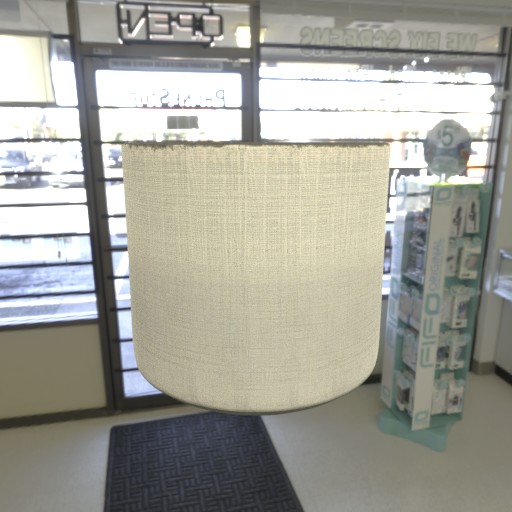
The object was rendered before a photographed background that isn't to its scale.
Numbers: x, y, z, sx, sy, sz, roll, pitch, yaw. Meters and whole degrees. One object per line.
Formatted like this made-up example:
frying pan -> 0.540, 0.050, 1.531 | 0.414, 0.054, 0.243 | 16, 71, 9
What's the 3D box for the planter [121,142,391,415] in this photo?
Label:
planter -> 0.000, 0.000, 0.404 | 0.226, 0.201, 0.226 | 0, 14, 0
